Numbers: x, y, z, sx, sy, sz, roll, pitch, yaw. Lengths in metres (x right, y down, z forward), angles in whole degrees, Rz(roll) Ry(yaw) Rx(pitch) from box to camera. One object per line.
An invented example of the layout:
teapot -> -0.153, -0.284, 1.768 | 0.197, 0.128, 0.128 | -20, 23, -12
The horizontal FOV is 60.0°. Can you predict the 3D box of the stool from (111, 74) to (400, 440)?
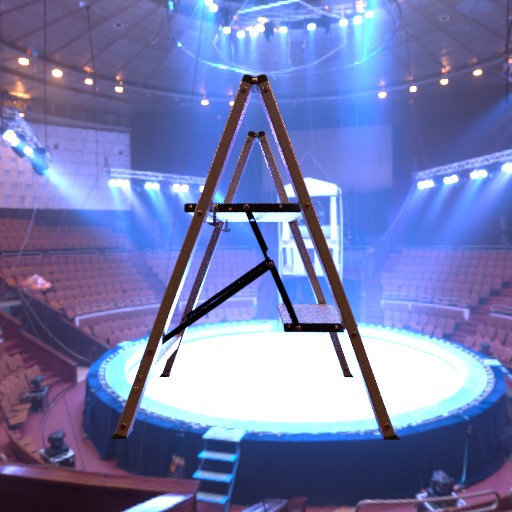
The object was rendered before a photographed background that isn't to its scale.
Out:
stool -> 0.000, 0.000, 1.029 | 0.535, 0.670, 0.440 | 0, 1, 0
